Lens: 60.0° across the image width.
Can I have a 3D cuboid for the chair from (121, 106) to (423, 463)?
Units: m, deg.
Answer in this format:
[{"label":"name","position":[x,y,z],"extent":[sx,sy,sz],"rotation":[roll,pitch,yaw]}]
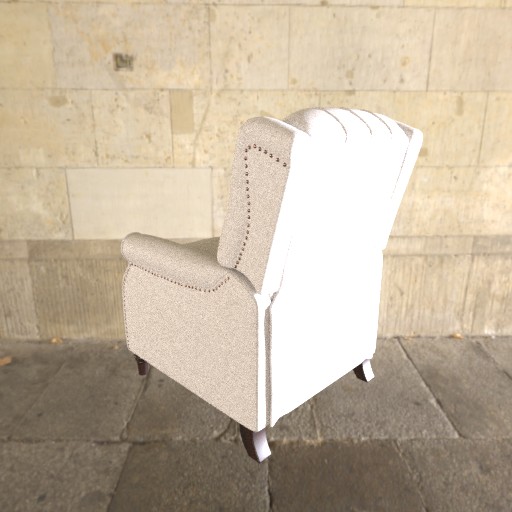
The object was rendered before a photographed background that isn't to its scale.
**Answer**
[{"label":"chair","position":[0.000,0.000,1.646],"extent":[0.902,1.035,0.742],"rotation":[16,23,42]}]
